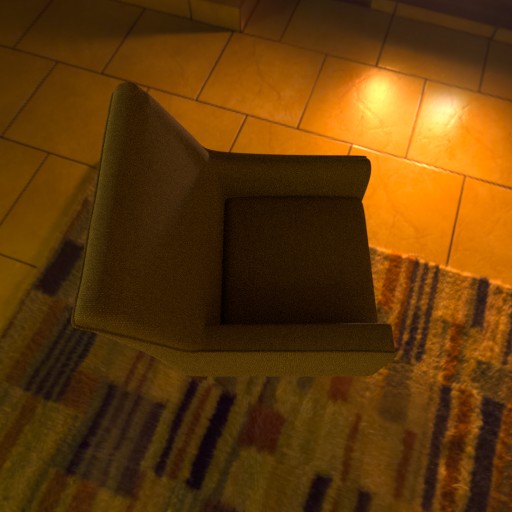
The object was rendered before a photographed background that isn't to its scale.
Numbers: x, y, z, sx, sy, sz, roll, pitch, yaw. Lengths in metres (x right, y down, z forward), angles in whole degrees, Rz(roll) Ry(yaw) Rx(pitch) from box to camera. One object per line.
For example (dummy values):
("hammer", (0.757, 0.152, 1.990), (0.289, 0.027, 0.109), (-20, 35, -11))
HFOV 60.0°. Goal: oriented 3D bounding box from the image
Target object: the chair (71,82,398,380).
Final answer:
("chair", (0.000, 0.000, 1.613), (0.899, 0.919, 0.780), (0, 65, 0))
